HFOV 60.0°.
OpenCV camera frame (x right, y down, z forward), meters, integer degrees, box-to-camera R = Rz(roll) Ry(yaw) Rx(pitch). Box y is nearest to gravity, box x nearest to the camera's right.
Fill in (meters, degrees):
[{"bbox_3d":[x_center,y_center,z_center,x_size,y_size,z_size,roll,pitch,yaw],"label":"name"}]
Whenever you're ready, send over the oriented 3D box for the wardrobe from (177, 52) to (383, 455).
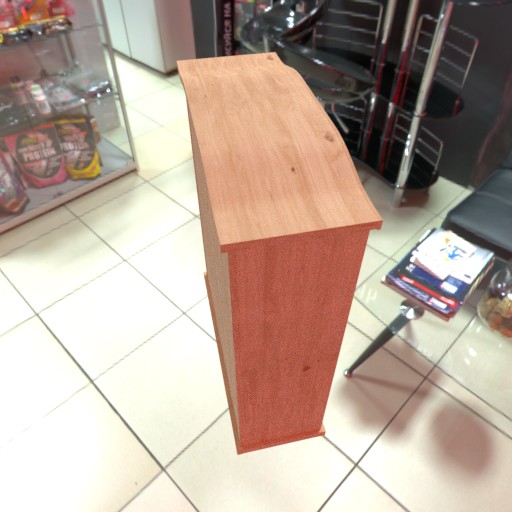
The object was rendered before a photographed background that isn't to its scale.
[{"bbox_3d":[0.000,0.000,2.604,0.570,1.870,1.500,-9,46,-9],"label":"wardrobe"}]
